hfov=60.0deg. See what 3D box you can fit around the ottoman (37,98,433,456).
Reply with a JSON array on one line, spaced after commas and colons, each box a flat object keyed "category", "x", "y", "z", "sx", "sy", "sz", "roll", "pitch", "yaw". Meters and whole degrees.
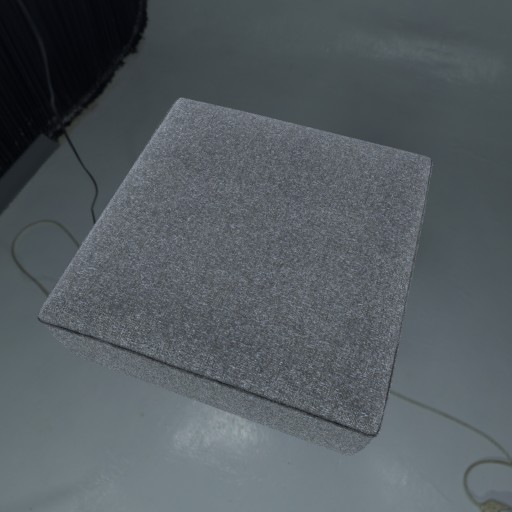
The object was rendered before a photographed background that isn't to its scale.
[{"category": "ottoman", "x": 0.000, "y": 0.000, "z": 1.567, "sx": 1.017, "sy": 0.423, "sz": 1.021, "roll": 17, "pitch": 60, "yaw": 10}]
